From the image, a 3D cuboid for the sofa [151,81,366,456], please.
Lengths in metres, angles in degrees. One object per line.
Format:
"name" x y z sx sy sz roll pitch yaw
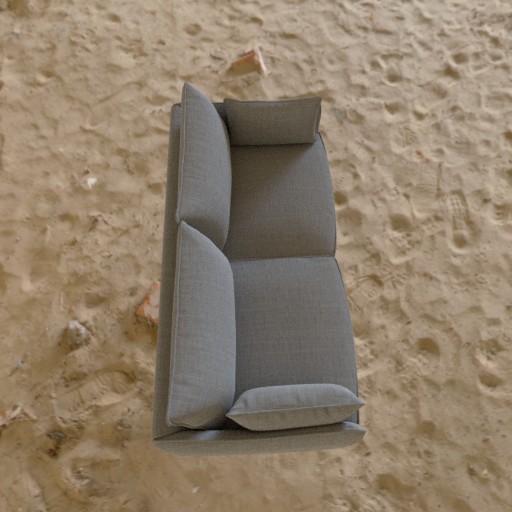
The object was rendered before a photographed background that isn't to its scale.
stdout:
"sofa" 0.000 0.000 2.444 0.972 0.851 1.989 -2 64 -1
